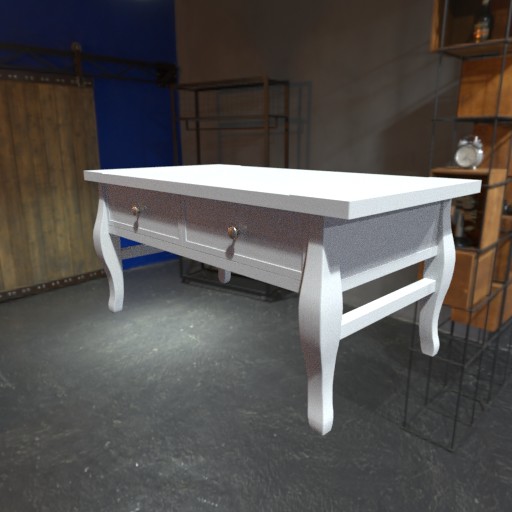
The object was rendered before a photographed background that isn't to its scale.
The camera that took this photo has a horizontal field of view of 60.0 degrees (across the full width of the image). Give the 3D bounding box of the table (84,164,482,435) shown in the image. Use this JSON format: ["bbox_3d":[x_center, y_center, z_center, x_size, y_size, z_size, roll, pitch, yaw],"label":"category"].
[{"bbox_3d":[0.000,0.000,1.372,0.600,0.495,1.062,-14,20,-42],"label":"table"}]
